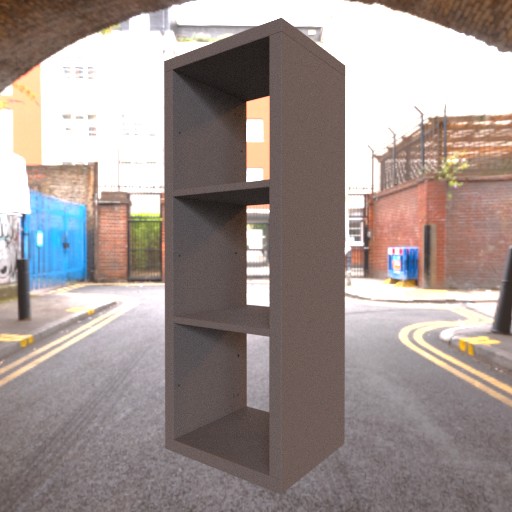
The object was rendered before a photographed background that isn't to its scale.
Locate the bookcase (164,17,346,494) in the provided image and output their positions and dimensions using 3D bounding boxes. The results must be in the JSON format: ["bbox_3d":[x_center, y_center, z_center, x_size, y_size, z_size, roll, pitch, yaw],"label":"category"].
[{"bbox_3d":[0.000,0.000,1.250,0.390,1.080,0.330,1,1,37],"label":"bookcase"}]
